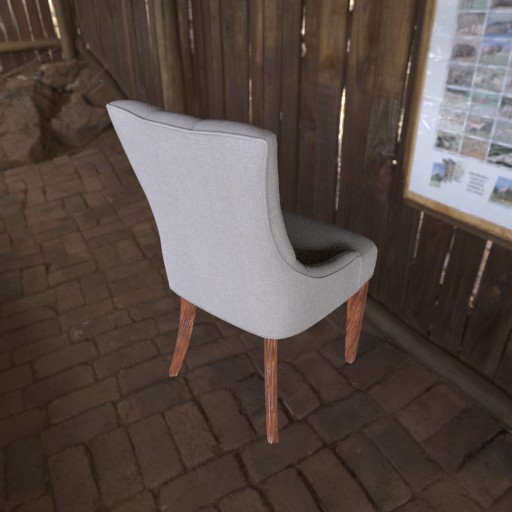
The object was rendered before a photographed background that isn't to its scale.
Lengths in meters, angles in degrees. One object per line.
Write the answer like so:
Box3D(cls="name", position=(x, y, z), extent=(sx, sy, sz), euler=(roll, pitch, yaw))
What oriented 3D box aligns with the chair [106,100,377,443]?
Box3D(cls="chair", position=(0.000, 0.000, 1.239), extent=(0.509, 0.874, 0.565), euler=(22, 37, 32))
